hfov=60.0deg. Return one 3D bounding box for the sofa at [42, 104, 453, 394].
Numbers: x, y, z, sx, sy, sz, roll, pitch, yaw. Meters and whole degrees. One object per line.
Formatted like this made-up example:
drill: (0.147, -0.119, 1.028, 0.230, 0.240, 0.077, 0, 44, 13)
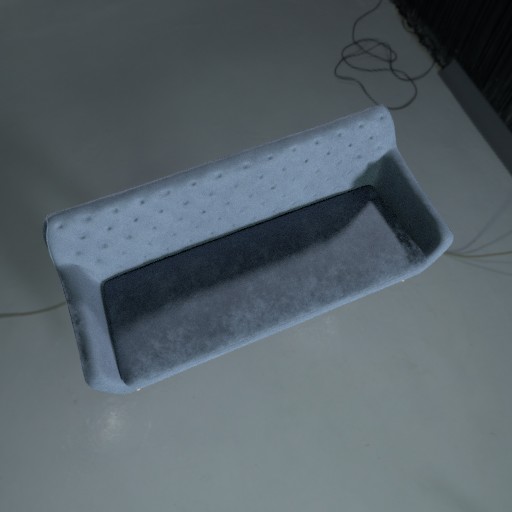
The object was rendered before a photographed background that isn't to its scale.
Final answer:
sofa: (0.000, 0.000, 2.432, 1.975, 0.832, 0.841, -21, 66, -9)
